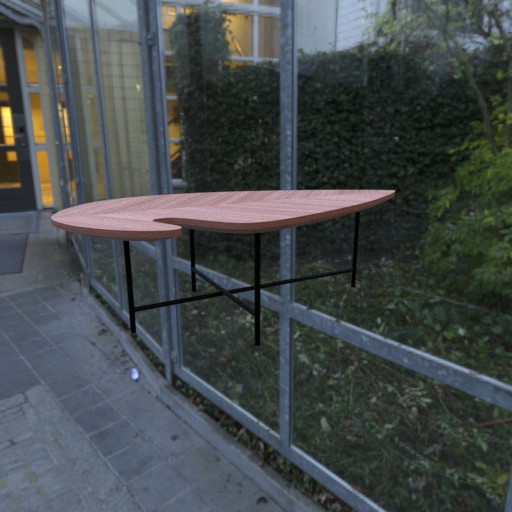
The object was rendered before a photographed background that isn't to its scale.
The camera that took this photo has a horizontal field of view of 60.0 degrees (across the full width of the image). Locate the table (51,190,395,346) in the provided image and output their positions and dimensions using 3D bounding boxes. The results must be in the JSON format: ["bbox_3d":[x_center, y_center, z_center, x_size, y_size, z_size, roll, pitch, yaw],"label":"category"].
[{"bbox_3d":[0.000,0.000,1.464,1.199,0.360,0.598,-8,18,-27],"label":"table"}]
